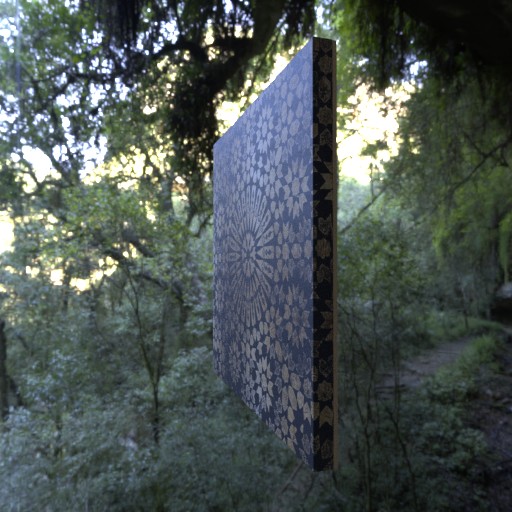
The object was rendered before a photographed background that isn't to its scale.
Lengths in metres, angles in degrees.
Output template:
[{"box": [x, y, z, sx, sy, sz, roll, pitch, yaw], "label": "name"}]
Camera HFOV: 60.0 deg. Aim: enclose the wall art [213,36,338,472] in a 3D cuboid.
[{"box": [0.000, 0.000, 0.915, 0.038, 0.612, 0.612, 0, -1, -19], "label": "wall art"}]
